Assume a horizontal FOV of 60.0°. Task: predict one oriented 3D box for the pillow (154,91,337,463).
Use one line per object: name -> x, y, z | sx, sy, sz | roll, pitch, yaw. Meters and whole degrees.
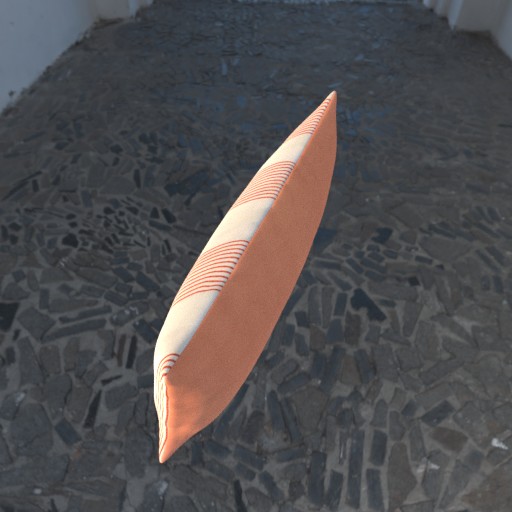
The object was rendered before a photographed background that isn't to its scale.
pillow -> 0.000, 0.000, 0.717 | 0.156, 0.292, 0.608 | 17, 49, 15
